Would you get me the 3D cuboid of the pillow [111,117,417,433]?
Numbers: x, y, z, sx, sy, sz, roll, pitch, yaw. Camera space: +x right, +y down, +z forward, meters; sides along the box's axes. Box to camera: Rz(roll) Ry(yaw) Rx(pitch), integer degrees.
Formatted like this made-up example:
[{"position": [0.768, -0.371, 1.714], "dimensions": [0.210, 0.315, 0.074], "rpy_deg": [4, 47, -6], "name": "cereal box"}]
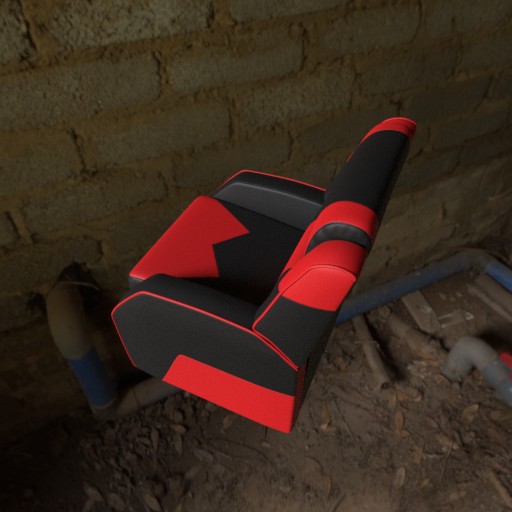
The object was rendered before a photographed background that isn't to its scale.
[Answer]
[{"position": [0.000, 0.000, 1.320], "dimensions": [0.672, 0.805, 0.620], "rpy_deg": [18, 47, 17], "name": "pillow"}]
